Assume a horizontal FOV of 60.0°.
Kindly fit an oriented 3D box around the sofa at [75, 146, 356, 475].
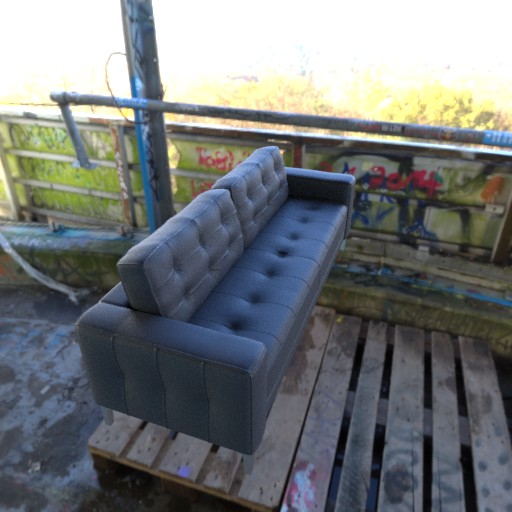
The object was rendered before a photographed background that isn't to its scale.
[{"bbox_3d":[0.000,0.000,2.740,0.833,0.893,2.275,11,32,18],"label":"sofa"}]
